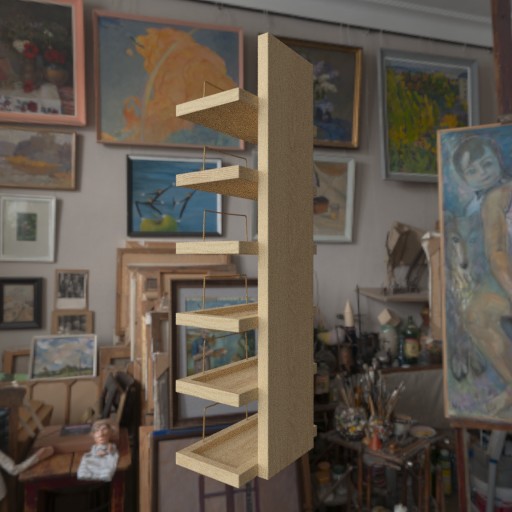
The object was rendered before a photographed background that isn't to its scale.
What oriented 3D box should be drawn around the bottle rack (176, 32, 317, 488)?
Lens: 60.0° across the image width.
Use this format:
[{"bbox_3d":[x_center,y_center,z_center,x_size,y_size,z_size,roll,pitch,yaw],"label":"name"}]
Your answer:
[{"bbox_3d":[0.000,0.000,1.074,0.206,0.943,0.330,0,0,36],"label":"bottle rack"}]
